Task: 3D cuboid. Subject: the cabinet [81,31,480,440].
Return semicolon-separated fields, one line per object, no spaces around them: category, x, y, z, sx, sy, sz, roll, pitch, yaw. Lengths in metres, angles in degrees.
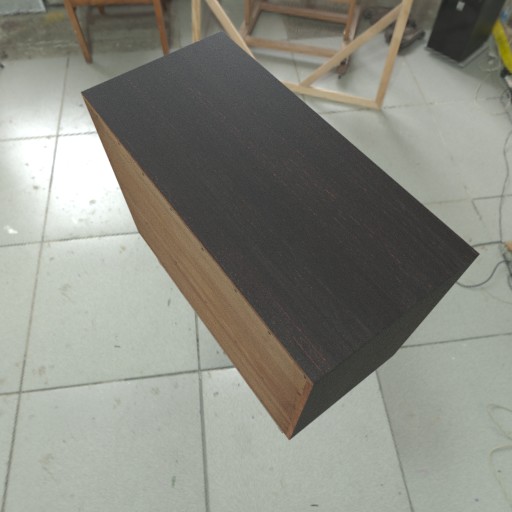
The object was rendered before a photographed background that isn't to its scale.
cabinet;0.000;0.000;1.413;0.451;0.860;0.950;-32;65;-18
